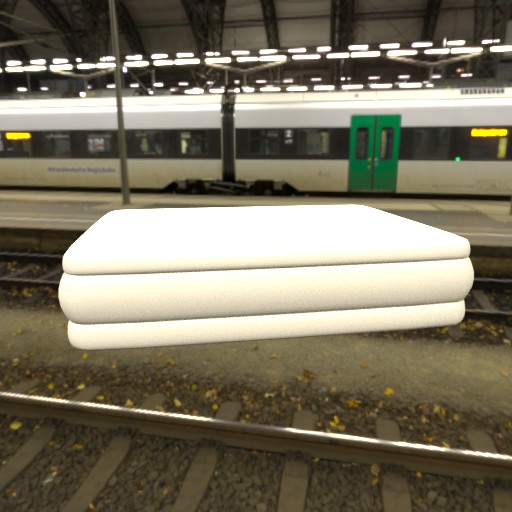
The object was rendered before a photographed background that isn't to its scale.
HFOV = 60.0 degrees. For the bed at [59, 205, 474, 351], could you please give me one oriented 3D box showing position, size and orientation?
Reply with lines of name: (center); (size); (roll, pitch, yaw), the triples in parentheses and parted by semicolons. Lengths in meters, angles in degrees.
bed: (0.000, 0.000, 2.714); (2.036, 0.460, 1.520); (-2, 14, -9)
